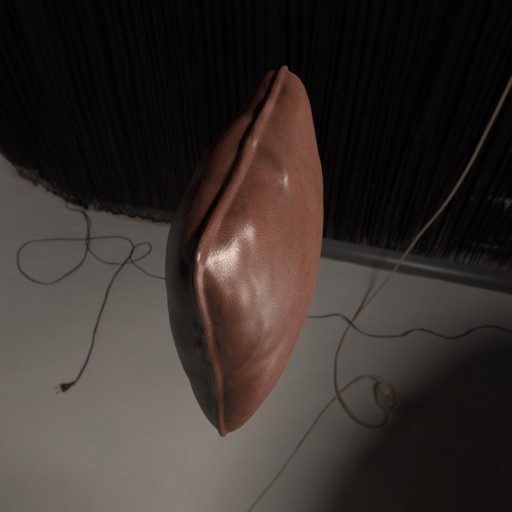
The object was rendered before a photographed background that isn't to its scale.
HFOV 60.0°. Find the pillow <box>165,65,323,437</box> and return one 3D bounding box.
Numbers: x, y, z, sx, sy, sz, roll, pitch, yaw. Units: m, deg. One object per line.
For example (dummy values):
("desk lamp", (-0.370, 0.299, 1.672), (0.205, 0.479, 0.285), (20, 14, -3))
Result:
("pillow", (0.000, 0.000, 0.829), (0.236, 0.523, 0.532), (10, 48, 9))
